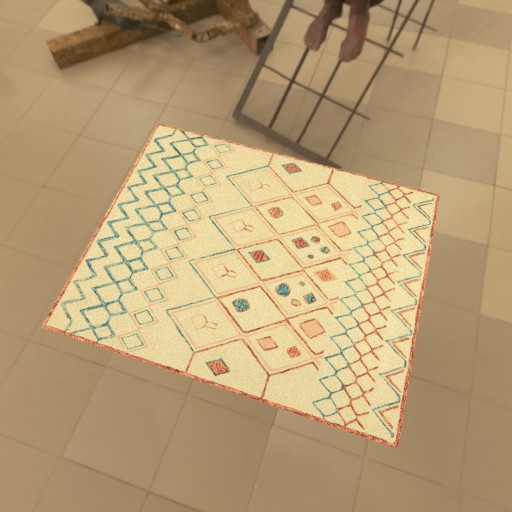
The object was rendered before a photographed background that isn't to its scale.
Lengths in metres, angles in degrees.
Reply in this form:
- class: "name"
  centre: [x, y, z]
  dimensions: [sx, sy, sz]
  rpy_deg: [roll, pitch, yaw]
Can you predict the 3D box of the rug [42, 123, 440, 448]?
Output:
- class: "rug"
  centre: [0.000, 0.000, 4.093]
  dimensions: [3.050, 0.016, 2.441]
  rpy_deg: [16, 64, 8]
